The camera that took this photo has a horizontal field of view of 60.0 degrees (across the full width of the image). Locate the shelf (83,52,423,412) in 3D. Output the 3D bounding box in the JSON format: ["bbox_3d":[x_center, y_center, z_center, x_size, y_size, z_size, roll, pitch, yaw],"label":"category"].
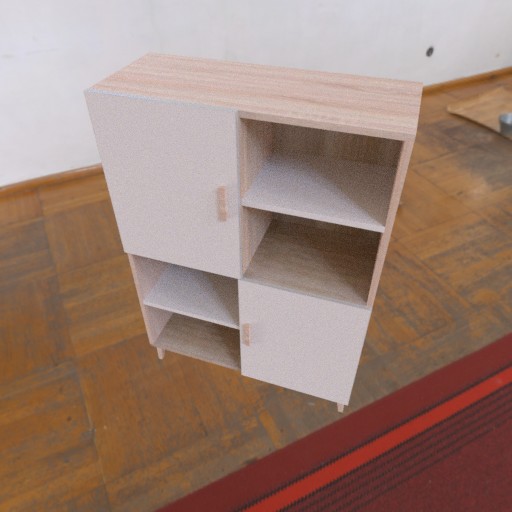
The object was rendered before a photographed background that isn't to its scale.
[{"bbox_3d":[0.000,0.000,1.854,0.995,1.405,0.434,12,42,14],"label":"shelf"}]
